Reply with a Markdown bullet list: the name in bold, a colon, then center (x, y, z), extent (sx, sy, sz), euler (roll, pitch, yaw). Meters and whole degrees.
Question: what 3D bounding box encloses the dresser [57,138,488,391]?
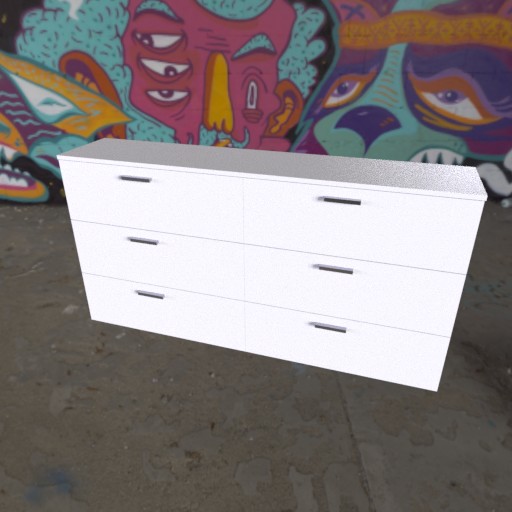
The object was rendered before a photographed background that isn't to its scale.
- **dresser**: center (0.000, 0.000, 1.828), extent (1.535, 0.790, 0.333), euler (8, 29, 16)
